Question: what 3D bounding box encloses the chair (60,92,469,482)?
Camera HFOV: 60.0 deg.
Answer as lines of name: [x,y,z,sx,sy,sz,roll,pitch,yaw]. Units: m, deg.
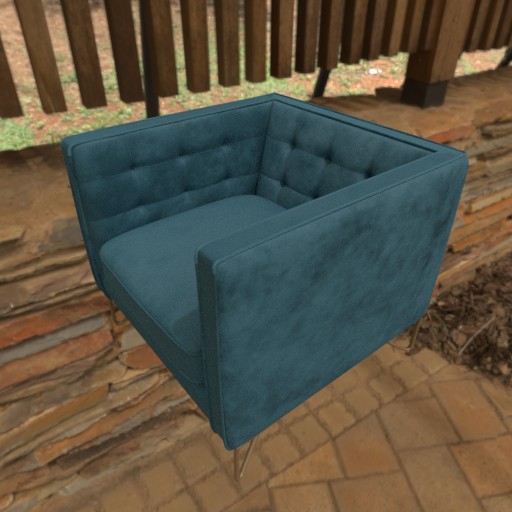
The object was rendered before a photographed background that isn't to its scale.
chair: [0.000,0.000,1.506,0.894,0.790,0.880,-24,41,-31]
